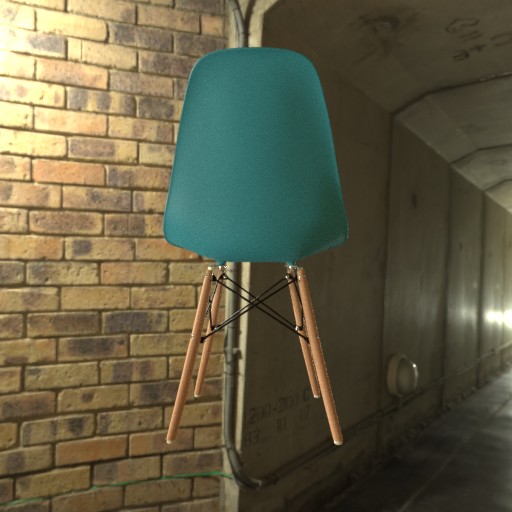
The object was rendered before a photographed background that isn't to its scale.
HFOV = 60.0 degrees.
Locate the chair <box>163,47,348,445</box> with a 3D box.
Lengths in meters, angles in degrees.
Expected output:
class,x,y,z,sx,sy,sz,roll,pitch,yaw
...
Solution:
class,x,y,z,sx,sy,sz,roll,pitch,yaw
chair,0.000,0.000,1.145,0.470,0.826,0.531,0,-2,1
